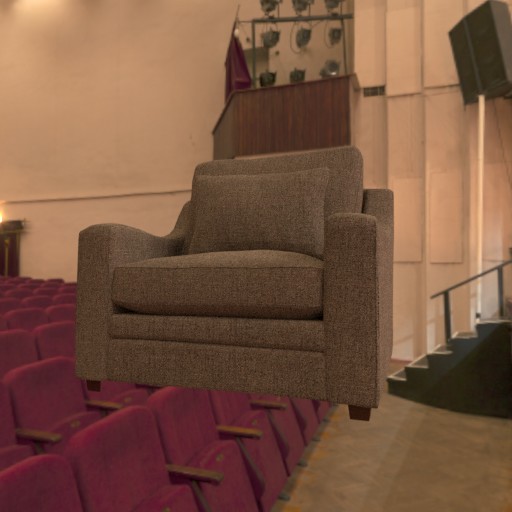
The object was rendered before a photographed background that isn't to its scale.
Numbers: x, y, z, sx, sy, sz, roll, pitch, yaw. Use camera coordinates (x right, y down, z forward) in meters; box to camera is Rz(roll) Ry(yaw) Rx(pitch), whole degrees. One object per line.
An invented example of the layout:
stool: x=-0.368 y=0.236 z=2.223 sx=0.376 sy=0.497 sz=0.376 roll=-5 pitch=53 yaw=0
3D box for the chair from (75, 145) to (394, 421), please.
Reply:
chair: x=0.000 y=0.000 z=1.956 sx=1.138 sy=1.037 sz=1.009 roll=-1 pitch=-2 yaw=19
